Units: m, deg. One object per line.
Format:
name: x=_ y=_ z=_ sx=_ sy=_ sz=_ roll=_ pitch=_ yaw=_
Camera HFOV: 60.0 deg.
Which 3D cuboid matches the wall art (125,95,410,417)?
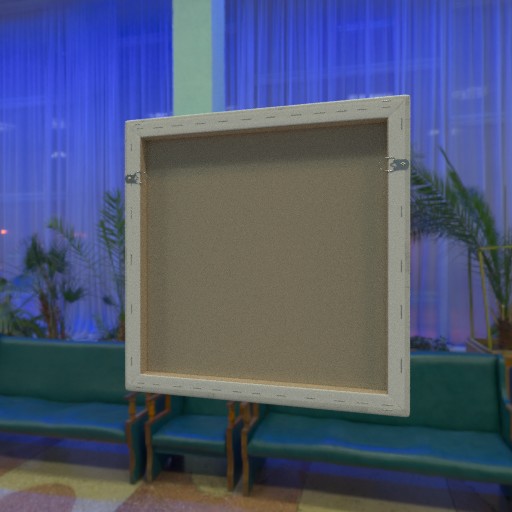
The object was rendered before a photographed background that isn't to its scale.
wall art: x=0.000 y=0.000 z=1.161 sx=0.762 sy=0.762 sz=0.038 roll=0 pitch=0 yaw=16
